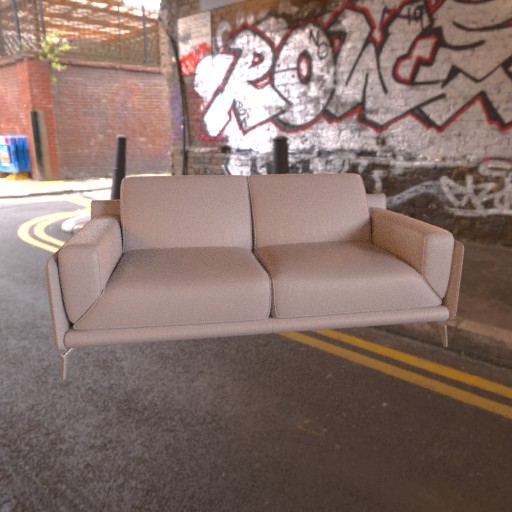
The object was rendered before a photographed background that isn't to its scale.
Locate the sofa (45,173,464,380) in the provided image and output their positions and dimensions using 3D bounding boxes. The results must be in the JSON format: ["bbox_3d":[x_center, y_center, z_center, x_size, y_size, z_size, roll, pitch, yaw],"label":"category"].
[{"bbox_3d":[0.000,0.000,2.619,2.101,0.930,1.049,-3,15,-10],"label":"sofa"}]
